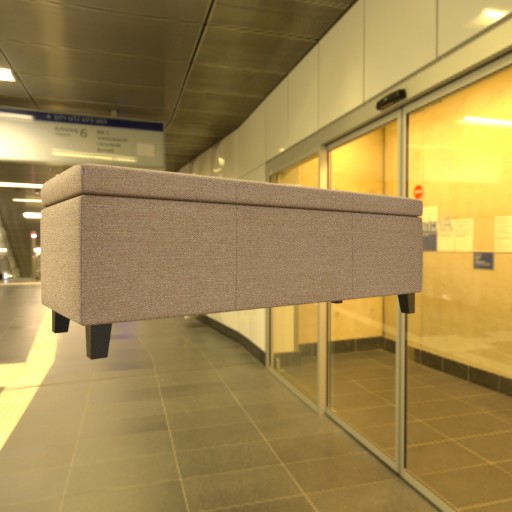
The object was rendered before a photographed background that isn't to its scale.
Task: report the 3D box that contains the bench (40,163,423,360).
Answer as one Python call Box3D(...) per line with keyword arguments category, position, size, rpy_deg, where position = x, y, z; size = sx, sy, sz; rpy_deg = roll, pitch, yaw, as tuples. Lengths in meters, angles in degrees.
Box3D(category="bench", position=(0.000, 0.000, 1.484), size=(1.269, 0.438, 0.446), rpy_deg=(-1, 1, -36))
